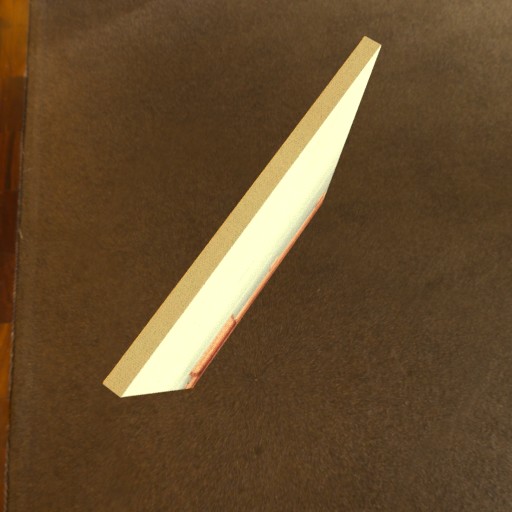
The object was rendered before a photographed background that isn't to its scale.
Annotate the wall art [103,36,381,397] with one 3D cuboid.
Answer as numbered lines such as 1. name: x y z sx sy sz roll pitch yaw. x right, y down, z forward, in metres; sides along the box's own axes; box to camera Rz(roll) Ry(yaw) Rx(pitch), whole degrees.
1. wall art: 0.000 0.000 0.882 0.034 0.605 0.605 34 77 9
